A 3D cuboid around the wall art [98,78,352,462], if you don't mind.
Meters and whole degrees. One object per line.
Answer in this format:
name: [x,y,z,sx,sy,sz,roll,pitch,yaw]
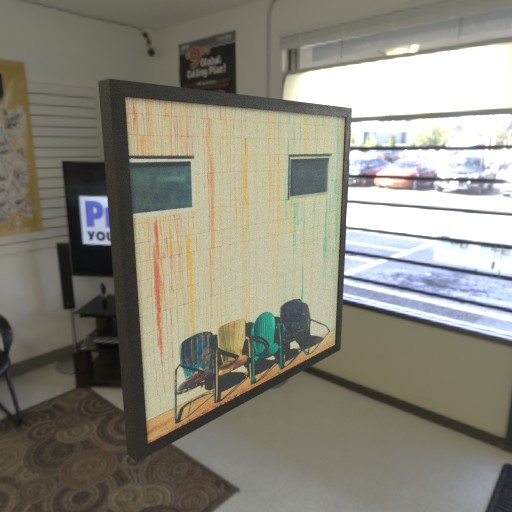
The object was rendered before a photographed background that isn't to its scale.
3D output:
wall art: [0.000,0.000,1.127,0.039,0.763,0.763,13,18,43]
